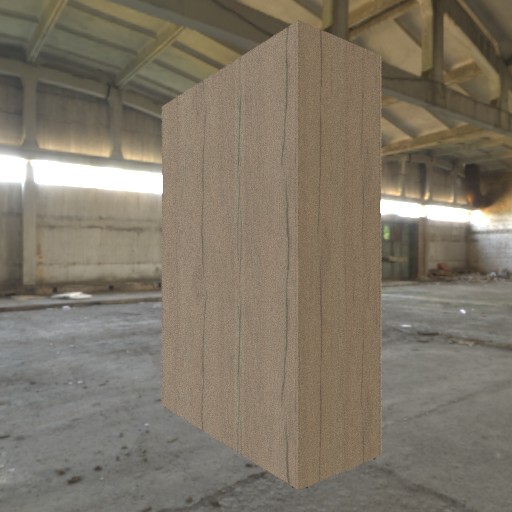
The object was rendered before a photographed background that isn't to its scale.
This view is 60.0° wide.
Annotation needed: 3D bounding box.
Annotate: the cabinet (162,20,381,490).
[{"bbox_3d":[0.000,0.000,2.677,0.580,2.070,1.400,0,0,-37],"label":"cabinet"}]
